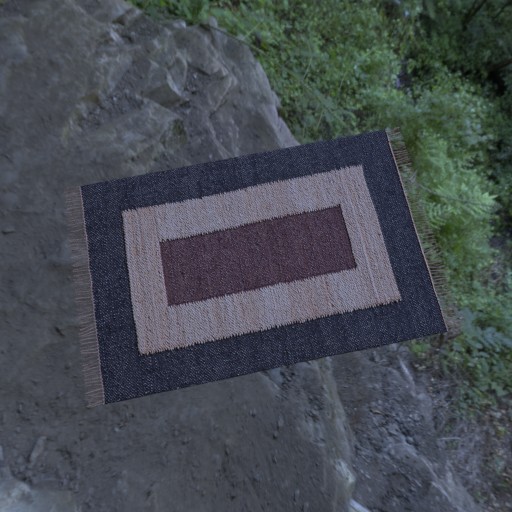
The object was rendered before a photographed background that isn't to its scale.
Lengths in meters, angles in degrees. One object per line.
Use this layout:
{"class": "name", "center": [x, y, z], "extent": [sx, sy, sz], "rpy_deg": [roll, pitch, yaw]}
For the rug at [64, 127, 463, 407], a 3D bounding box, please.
{"class": "rug", "center": [0.000, 0.000, 2.450], "extent": [2.021, 0.027, 1.224], "rpy_deg": [-11, 76, -3]}
